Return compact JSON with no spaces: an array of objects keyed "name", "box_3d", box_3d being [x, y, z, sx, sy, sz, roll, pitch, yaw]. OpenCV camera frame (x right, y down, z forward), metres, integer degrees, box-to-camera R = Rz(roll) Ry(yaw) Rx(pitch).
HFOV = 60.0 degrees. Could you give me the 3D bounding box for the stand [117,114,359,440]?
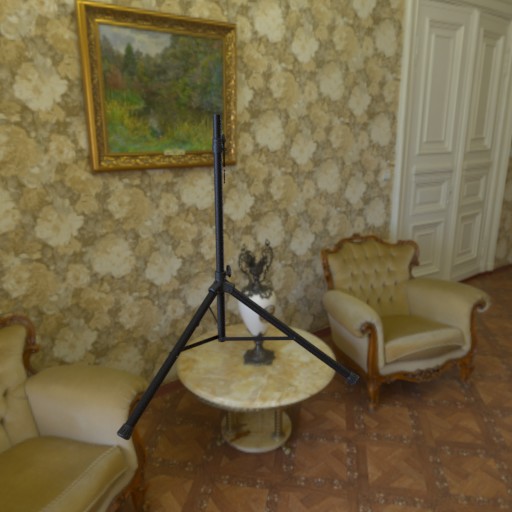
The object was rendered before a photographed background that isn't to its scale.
[{"name":"stand","box_3d":[0.000,0.000,1.861,0.907,1.136,1.045,2,15,8]}]
